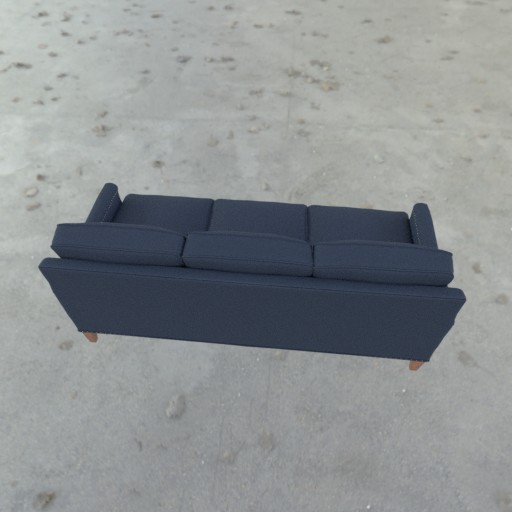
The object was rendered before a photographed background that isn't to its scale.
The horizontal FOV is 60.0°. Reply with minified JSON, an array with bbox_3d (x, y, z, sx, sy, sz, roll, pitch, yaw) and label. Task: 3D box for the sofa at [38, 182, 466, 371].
[{"bbox_3d":[0.000,0.000,2.825,2.246,1.003,1.084,4,46,4],"label":"sofa"}]
